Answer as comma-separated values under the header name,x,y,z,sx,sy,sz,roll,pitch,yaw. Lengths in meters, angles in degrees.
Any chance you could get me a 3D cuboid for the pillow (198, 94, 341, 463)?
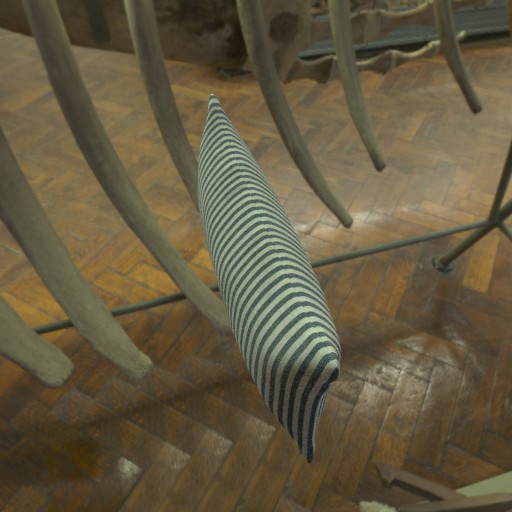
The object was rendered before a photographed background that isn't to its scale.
name,x,y,z,sx,sy,sz,roll,pitch,yaw
pillow,0.000,0.000,0.769,0.151,0.295,0.617,-12,48,-11
